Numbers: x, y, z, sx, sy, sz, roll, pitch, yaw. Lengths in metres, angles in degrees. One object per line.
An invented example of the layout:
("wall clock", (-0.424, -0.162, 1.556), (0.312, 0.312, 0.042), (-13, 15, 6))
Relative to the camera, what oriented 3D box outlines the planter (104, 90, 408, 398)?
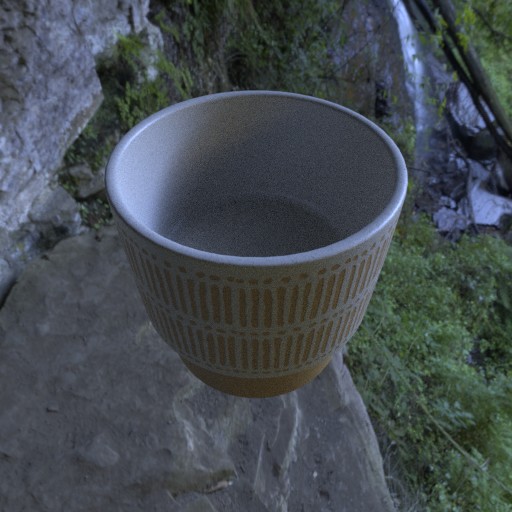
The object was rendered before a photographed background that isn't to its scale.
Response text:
("planter", (0.000, 0.000, 0.581), (0.317, 0.303, 0.317), (0, 46, 0))
